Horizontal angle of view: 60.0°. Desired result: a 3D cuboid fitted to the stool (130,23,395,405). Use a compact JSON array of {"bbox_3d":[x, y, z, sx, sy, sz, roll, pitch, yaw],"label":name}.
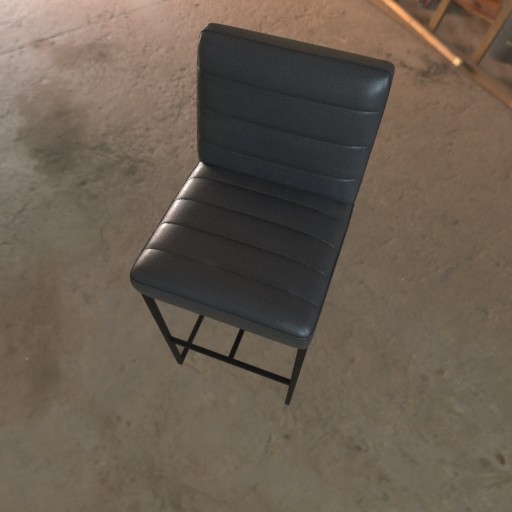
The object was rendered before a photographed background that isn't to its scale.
[{"bbox_3d":[0.000,0.000,1.293,0.457,1.040,0.552,18,61,10],"label":"stool"}]
